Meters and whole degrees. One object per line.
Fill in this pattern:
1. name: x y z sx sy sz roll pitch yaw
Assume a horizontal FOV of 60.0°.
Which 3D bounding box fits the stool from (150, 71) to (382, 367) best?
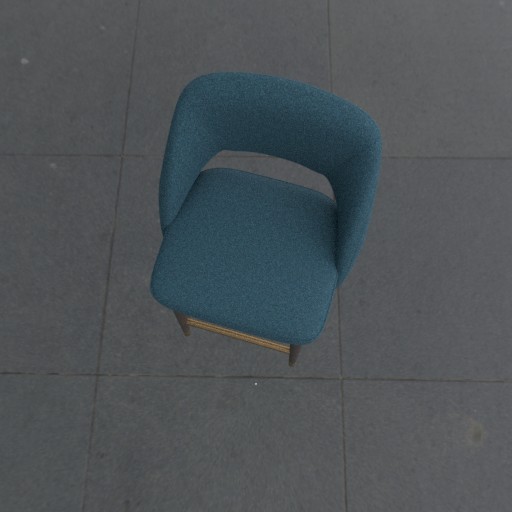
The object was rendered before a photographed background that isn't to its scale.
1. stool: 0.000 0.000 1.358 0.536 1.032 0.522 15 74 4
